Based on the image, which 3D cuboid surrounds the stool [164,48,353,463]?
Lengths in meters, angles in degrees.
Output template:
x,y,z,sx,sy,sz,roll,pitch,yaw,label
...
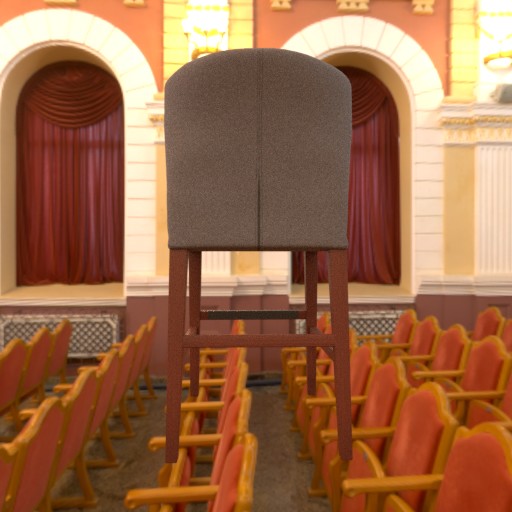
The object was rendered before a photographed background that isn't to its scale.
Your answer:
x,y,z,sx,sy,sz,roll,pitch,yaw,label
0.000,0.000,1.297,0.481,0.968,0.568,0,0,-2,stool
